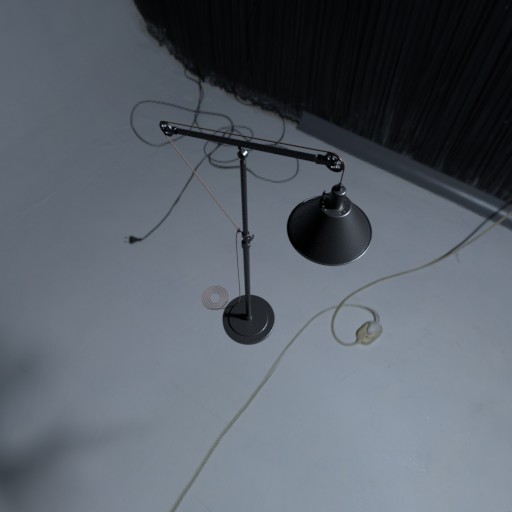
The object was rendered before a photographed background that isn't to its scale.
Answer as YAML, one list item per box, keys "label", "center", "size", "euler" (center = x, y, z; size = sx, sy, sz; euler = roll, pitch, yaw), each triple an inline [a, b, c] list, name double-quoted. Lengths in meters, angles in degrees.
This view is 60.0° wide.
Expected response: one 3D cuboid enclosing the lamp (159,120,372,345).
- label: "lamp"
  center: [0.000, 0.000, 2.006]
  size: [0.904, 1.626, 0.319]
  euler: [32, 64, 18]
